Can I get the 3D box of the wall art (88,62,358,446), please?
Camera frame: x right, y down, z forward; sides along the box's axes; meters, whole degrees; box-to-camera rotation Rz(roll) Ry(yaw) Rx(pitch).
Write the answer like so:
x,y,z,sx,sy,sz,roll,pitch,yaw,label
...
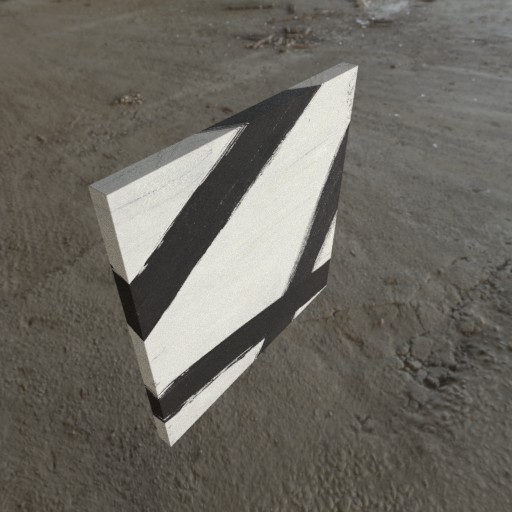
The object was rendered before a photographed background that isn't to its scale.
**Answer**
x,y,z,sx,sy,sz,roll,pitch,yaw,label
0.000,0.000,1.138,0.046,0.765,0.765,27,47,28,wall art
